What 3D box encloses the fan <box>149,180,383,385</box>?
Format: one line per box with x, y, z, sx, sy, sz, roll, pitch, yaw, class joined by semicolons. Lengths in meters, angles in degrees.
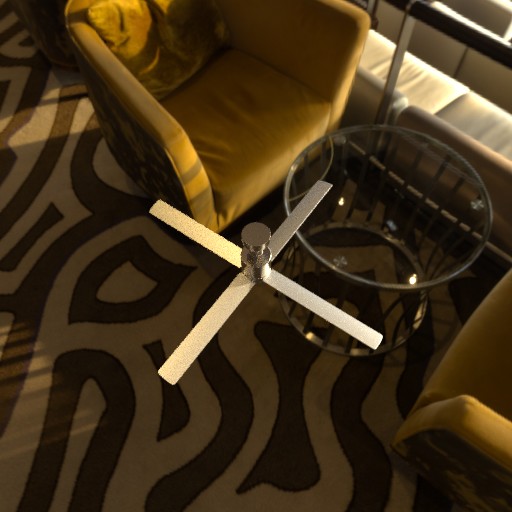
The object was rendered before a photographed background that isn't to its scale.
0.000;0.000;2.044;1.322;0.355;1.322;31;63;18;fan
